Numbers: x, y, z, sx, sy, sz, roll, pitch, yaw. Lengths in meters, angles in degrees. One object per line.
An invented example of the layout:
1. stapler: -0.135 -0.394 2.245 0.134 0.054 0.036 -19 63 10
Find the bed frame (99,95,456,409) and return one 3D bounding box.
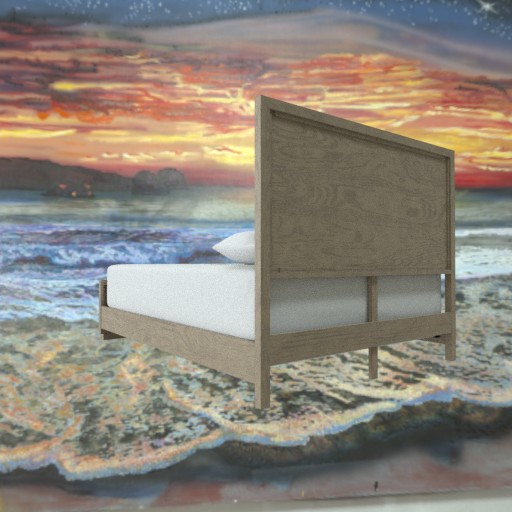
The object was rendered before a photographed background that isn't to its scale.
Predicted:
1. bed frame: 0.000 0.000 3.283 1.606 1.369 2.189 1 -1 -37
